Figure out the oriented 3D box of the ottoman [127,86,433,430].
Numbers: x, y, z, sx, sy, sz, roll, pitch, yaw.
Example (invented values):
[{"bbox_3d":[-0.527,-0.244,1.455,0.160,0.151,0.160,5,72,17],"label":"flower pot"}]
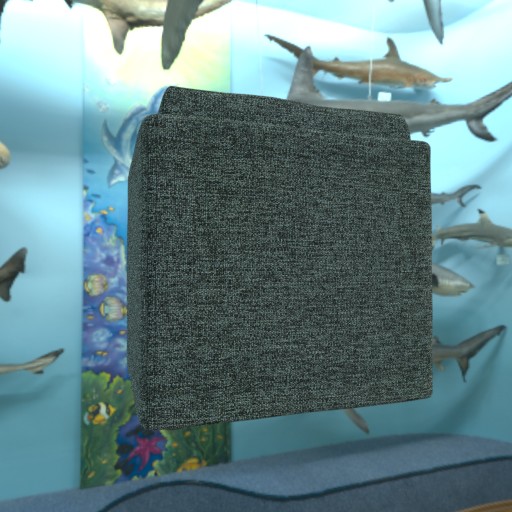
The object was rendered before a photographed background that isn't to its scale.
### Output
[{"bbox_3d":[0.000,0.000,0.824,0.450,0.463,0.450,0,-1,-18],"label":"ottoman"}]
